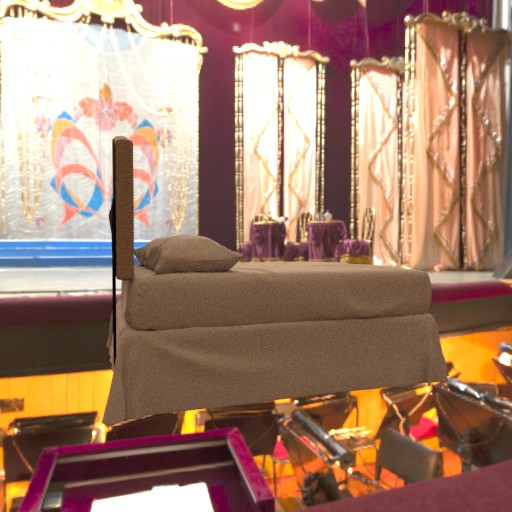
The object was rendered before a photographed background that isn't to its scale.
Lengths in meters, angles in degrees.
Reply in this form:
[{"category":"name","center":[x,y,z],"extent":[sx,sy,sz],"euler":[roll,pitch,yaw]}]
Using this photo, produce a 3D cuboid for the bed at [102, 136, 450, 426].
[{"category":"bed","center":[0.000,0.000,3.406],"extent":[2.221,1.645,1.876],"euler":[0,2,-18]}]
